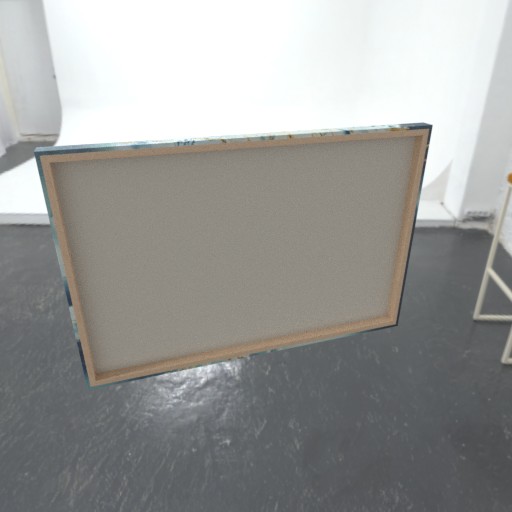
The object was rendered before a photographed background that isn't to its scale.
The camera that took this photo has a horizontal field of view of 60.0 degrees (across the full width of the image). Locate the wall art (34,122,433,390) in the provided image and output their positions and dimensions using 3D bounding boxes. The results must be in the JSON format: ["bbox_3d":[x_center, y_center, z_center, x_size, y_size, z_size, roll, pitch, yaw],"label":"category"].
[{"bbox_3d":[0.000,0.000,1.132,0.912,0.608,0.038,-8,28,-16],"label":"wall art"}]
